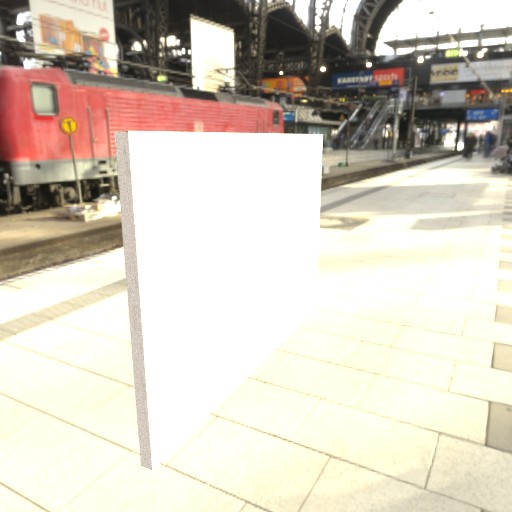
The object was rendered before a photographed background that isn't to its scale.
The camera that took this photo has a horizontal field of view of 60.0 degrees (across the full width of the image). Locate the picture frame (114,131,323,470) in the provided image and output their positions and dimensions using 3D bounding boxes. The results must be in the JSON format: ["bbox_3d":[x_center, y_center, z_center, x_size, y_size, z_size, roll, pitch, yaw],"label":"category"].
[{"bbox_3d":[0.000,0.000,1.201,0.029,0.640,0.950,7,17,26],"label":"picture frame"}]
